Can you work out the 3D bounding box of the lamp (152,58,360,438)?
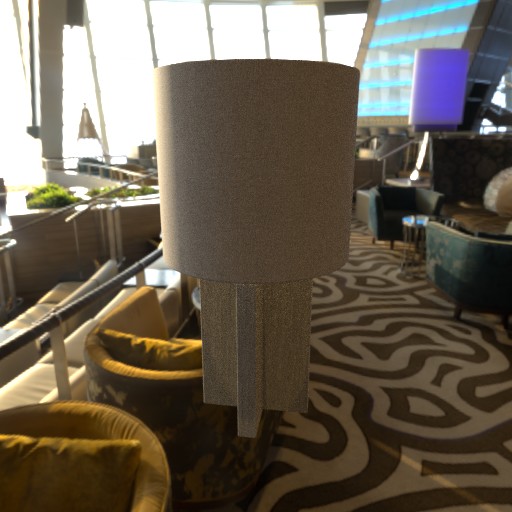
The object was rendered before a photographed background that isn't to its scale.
[{"bbox_3d":[0.000,0.000,0.557,0.229,0.428,0.229,3,17,9],"label":"lamp"}]
